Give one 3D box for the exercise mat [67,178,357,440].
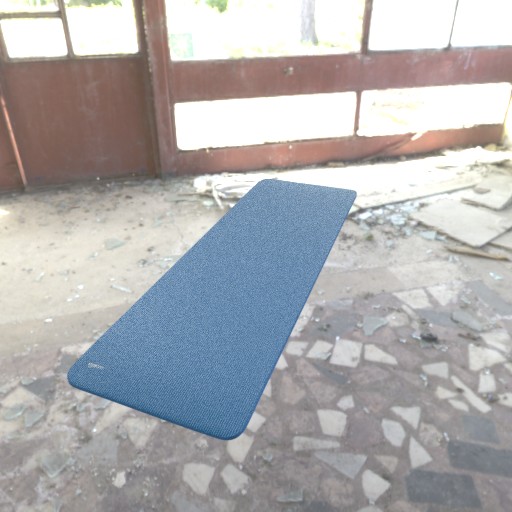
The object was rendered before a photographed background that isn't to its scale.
[{"bbox_3d":[0.000,0.000,2.043,0.616,0.021,1.869,11,33,18],"label":"exercise mat"}]
